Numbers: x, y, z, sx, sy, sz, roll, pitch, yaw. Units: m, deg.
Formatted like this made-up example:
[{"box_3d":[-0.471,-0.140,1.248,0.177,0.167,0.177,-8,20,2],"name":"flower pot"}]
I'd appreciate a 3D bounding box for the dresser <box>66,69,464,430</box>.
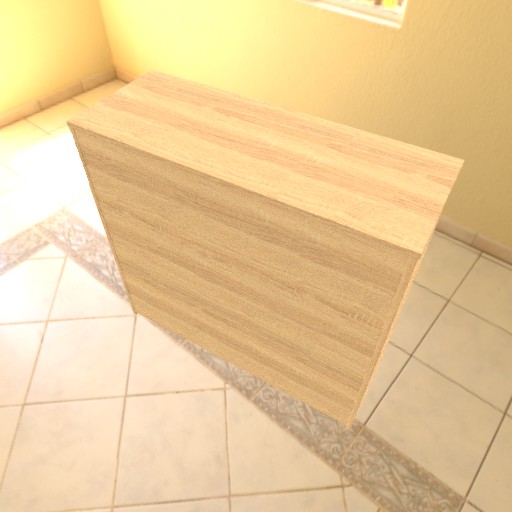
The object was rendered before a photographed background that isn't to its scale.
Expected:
[{"box_3d":[0.000,0.000,1.483,0.980,0.900,0.380,23,51,20],"name":"dresser"}]
